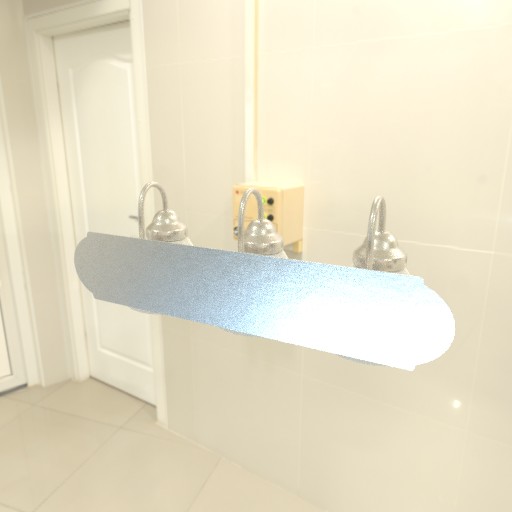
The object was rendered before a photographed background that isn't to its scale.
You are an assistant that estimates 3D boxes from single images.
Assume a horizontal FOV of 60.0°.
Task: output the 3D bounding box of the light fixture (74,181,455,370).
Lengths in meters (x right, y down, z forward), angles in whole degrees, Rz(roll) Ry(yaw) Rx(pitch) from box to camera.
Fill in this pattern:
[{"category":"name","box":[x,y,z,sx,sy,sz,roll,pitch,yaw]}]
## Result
[{"category":"light fixture","box":[0.000,0.000,0.716,0.610,0.222,0.199,8,17,26]}]
